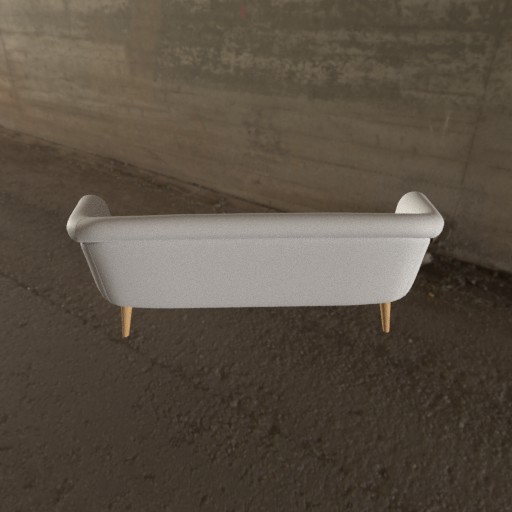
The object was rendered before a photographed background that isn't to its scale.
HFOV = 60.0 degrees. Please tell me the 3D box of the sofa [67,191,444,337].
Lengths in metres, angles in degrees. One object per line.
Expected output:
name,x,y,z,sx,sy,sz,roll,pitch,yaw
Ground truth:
sofa,0.000,0.000,2.563,2.160,0.795,0.827,-1,30,-1
